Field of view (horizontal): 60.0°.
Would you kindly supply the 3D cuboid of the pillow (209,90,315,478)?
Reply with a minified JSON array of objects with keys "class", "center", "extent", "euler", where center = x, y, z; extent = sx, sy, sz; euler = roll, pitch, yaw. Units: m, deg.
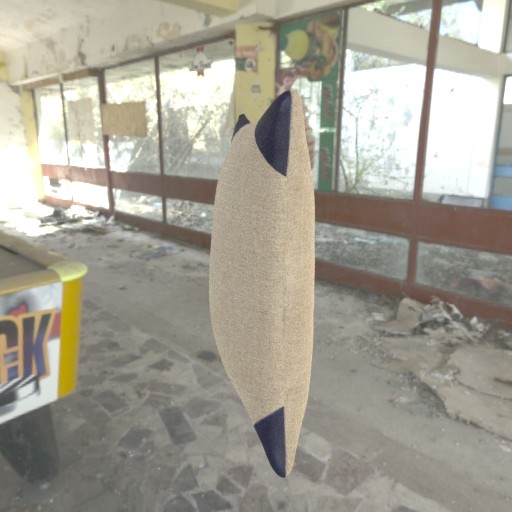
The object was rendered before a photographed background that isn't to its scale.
[{"class":"pillow","center":[0.000,0.000,0.683],"extent":[0.147,0.441,0.440],"euler":[-2,15,-9]}]
